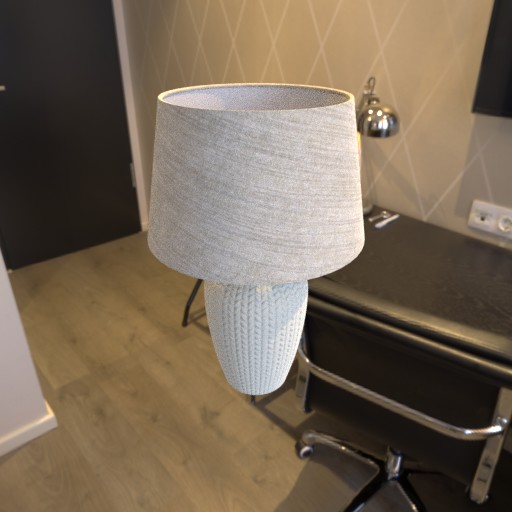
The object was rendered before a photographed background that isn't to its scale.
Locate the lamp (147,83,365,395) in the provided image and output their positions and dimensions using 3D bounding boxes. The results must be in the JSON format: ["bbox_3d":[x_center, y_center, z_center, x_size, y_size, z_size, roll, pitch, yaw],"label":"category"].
[{"bbox_3d":[0.000,0.000,0.839,0.390,0.580,0.390,0,28,0],"label":"lamp"}]
